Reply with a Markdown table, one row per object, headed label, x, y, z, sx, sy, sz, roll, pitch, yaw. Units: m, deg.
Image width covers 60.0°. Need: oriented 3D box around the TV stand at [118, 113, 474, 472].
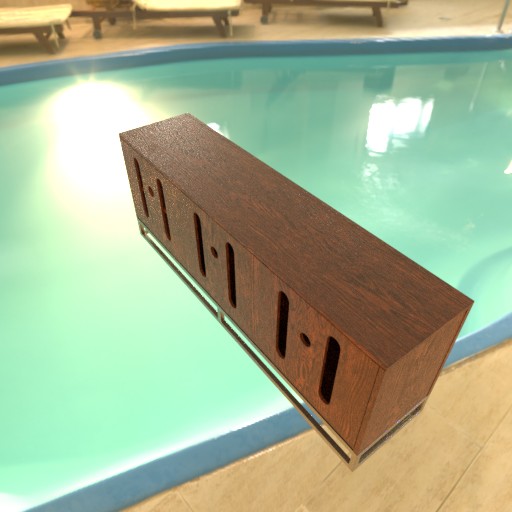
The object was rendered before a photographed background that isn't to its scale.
| label | x | y | z | sx | sy | sz | roll | pitch | yaw |
| --- | --- | --- | --- | --- | --- | --- | --- | --- | --- |
| TV stand | 0.000 | 0.000 | 1.788 | 0.382 | 0.578 | 1.541 | -26 | 48 | -27 |
